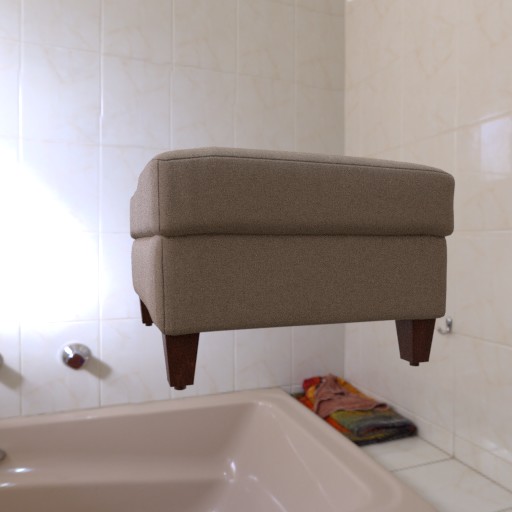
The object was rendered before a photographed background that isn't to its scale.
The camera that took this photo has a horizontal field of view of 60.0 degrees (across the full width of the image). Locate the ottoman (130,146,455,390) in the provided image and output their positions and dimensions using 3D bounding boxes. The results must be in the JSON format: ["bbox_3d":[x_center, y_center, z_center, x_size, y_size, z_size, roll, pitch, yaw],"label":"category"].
[{"bbox_3d":[0.000,0.000,1.318,0.692,0.511,0.902,0,1,-18],"label":"ottoman"}]
